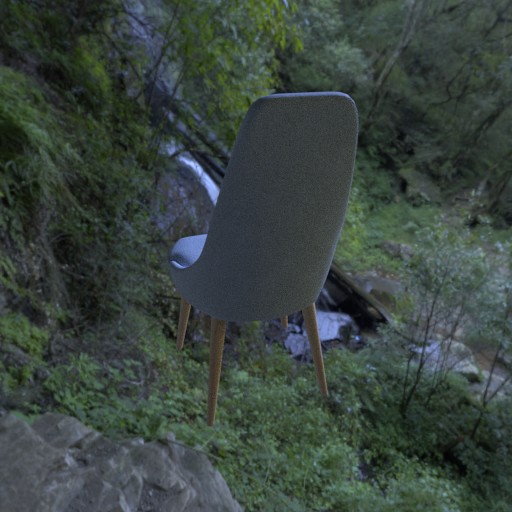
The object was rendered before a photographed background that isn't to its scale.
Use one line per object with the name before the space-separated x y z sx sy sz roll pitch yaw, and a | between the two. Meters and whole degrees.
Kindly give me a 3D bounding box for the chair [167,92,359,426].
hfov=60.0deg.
chair | 0.000 0.000 1.408 0.510 1.040 0.660 -9 28 -17
